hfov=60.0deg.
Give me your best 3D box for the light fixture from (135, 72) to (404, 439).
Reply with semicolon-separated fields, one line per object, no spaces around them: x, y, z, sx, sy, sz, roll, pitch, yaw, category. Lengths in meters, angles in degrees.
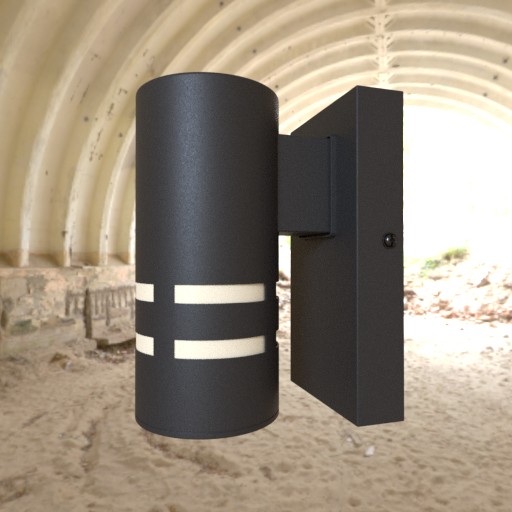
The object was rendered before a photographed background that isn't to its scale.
0.000;0.000;0.262;0.138;0.179;0.098;0;0;-18;light fixture
